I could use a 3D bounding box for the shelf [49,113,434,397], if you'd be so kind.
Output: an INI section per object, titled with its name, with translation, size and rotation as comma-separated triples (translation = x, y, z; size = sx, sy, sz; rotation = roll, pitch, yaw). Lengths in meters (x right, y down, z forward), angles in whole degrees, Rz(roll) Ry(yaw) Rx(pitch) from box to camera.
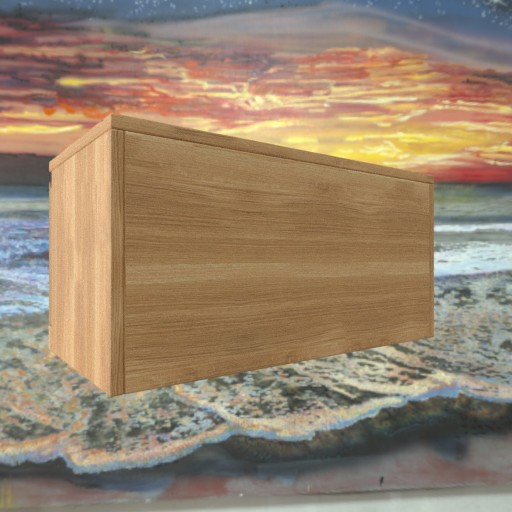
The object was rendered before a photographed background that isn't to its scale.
[shelf]
translation = 0.000, 0.000, 1.019
size = 0.800, 0.400, 0.400
rotation = 0, 0, -36
